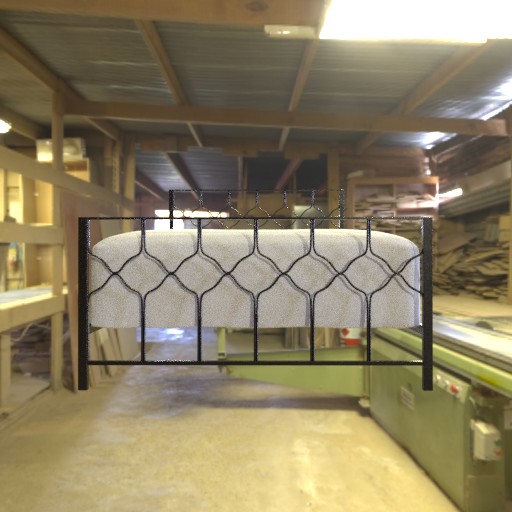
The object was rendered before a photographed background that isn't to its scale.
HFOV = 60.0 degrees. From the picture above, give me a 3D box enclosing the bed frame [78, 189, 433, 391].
[{"bbox_3d":[0.000,0.000,3.028,1.597,1.222,2.063,0,0,0],"label":"bed frame"}]
